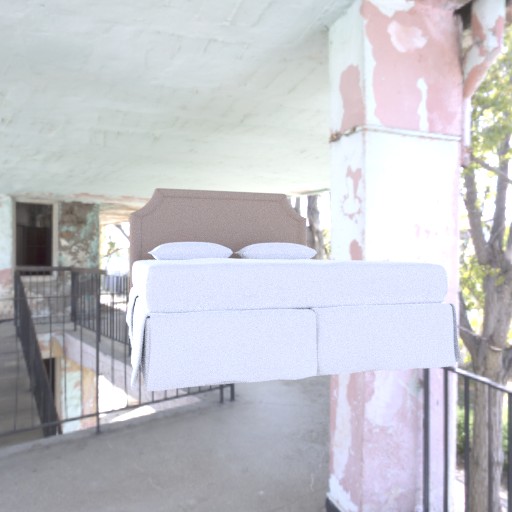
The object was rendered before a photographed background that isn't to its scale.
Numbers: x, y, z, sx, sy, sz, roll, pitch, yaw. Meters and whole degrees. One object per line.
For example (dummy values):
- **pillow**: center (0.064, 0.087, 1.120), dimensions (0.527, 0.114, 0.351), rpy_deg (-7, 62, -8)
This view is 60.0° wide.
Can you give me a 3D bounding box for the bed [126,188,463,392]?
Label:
- **bed**: center (0.000, 0.000, 4.159), dimensions (2.350, 1.590, 2.773), rpy_deg (0, 0, -17)
